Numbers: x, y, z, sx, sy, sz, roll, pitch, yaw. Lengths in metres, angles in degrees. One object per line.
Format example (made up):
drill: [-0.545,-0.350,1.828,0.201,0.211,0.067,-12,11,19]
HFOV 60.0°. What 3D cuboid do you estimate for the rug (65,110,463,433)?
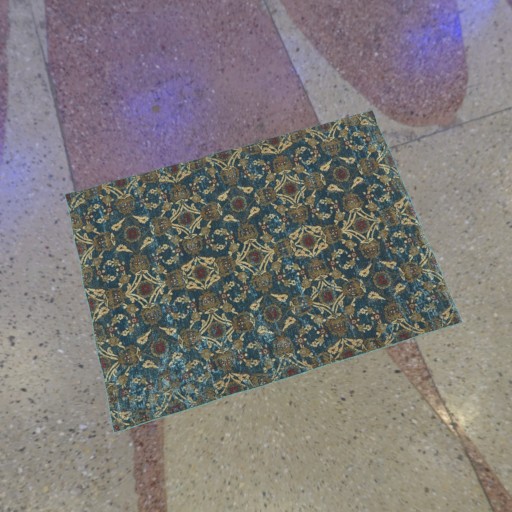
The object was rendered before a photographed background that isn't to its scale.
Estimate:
rug: [0.000,0.000,2.857,2.207,0.014,1.567,-16,76,-4]
